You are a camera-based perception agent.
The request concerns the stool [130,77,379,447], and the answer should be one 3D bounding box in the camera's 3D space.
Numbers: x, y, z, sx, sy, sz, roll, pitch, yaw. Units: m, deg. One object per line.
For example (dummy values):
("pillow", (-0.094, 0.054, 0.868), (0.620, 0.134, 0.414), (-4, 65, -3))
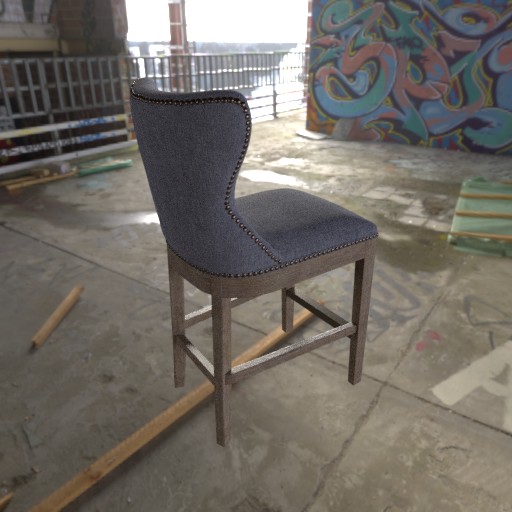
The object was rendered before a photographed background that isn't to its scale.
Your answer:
("stool", (0.000, 0.000, 1.317), (0.608, 0.981, 0.498), (-17, 30, -31))
